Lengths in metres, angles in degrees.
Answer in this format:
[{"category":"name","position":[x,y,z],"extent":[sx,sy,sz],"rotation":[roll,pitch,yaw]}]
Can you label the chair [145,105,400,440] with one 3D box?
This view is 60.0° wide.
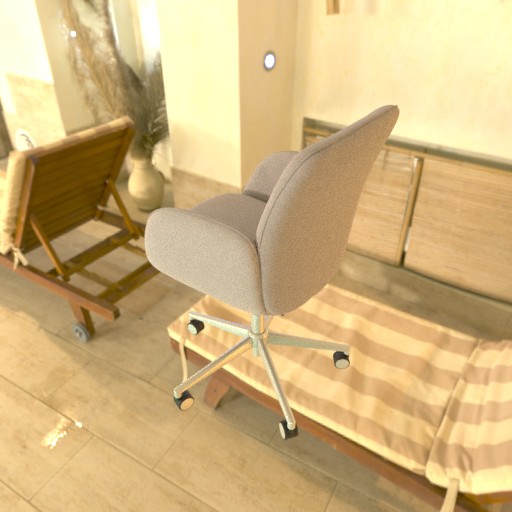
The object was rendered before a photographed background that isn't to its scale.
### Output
[{"category":"chair","position":[0.000,0.000,1.386],"extent":[0.654,0.959,0.648],"rotation":[22,39,29]}]
